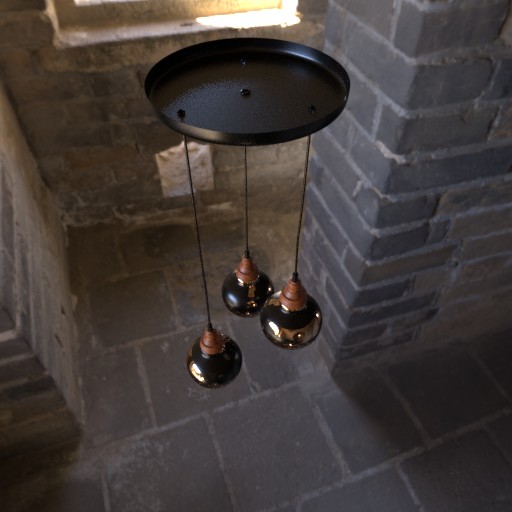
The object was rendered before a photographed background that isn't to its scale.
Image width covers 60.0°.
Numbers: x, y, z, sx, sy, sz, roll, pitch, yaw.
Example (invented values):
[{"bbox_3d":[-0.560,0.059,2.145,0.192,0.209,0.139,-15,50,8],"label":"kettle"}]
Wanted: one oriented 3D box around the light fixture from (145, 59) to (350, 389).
[{"bbox_3d":[0.000,0.000,1.721,0.605,1.410,0.608,17,49,15],"label":"light fixture"}]
